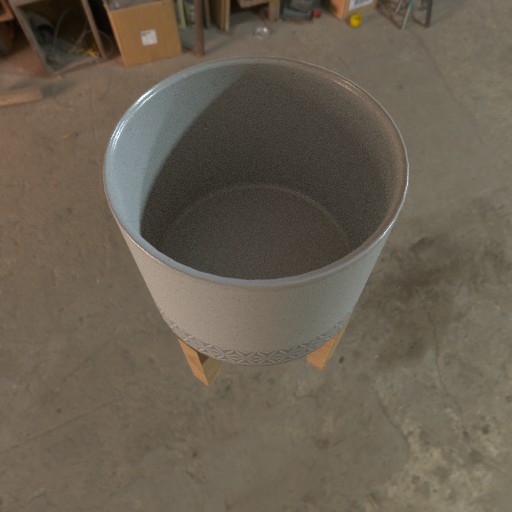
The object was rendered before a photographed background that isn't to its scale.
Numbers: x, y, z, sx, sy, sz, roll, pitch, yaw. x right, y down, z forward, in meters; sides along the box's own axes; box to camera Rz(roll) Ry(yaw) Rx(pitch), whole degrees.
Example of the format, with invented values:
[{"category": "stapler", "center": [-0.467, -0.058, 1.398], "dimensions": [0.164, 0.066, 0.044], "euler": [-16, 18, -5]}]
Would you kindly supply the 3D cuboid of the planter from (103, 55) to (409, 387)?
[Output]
[{"category": "planter", "center": [0.000, 0.000, 0.266], "dimensions": [0.130, 0.178, 0.130], "euler": [0, 60, 0]}]
